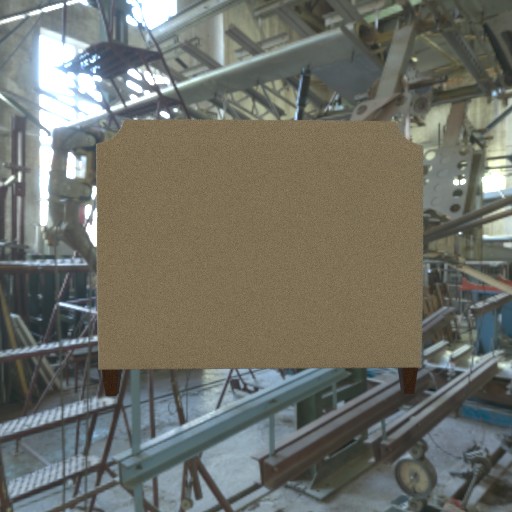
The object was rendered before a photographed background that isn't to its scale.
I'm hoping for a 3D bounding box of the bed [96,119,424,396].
[{"bbox_3d":[0.000,0.000,3.454,1.713,1.443,2.372,0,1,-1],"label":"bed"}]
